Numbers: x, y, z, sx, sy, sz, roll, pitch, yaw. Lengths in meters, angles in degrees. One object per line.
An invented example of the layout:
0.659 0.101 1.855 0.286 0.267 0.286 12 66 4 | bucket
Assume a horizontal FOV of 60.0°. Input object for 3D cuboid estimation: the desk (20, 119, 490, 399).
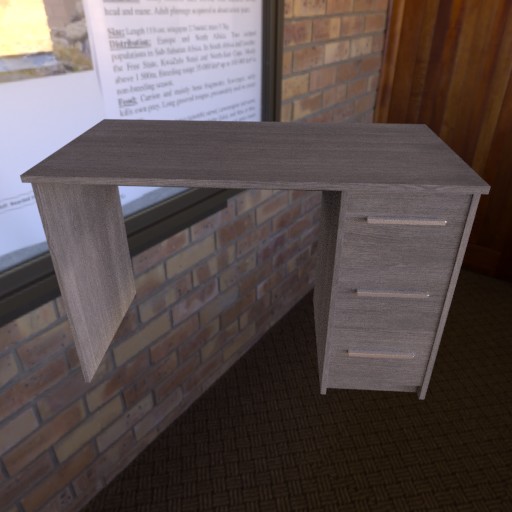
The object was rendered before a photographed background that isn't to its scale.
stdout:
0.000 0.000 1.457 1.097 0.735 0.560 2 31 3 | desk
